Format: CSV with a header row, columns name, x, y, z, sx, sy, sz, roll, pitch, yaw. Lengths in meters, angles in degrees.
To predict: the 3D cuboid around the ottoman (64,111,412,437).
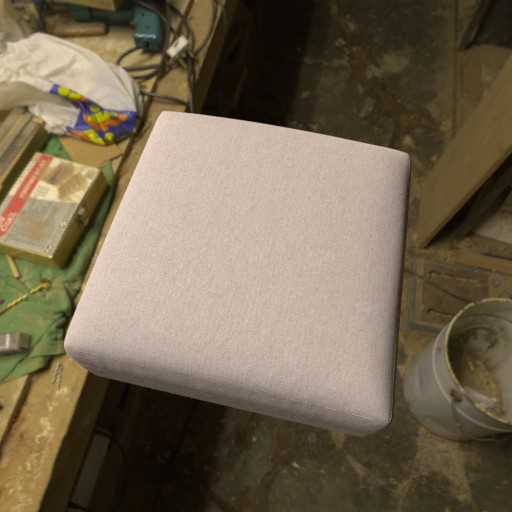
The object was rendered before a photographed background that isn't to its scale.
name,x,y,z,sx,sy,sz,roll,pitch,yaw
ottoman,0.000,0.000,1.633,1.041,0.470,1.041,11,64,6
